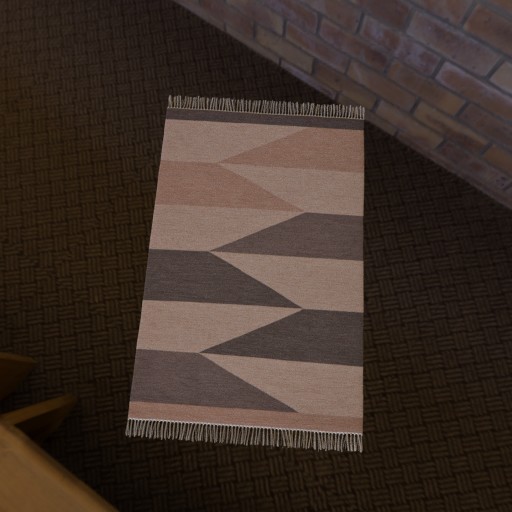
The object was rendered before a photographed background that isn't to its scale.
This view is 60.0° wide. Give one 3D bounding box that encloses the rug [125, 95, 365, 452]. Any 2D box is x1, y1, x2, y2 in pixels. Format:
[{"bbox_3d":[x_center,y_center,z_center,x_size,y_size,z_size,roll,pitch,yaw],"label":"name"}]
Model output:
[{"bbox_3d":[0.000,0.000,2.523,1.224,0.027,2.021,4,76,1],"label":"rug"}]
